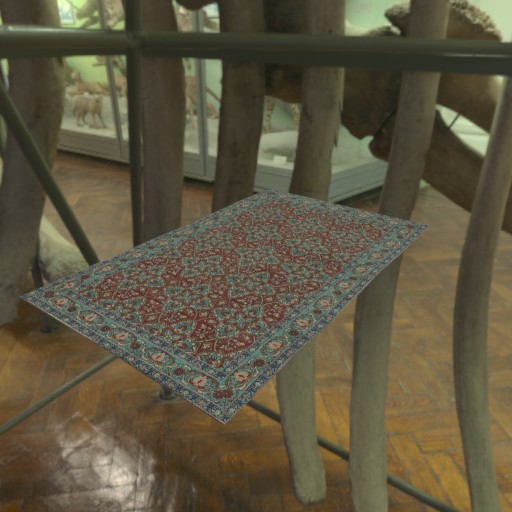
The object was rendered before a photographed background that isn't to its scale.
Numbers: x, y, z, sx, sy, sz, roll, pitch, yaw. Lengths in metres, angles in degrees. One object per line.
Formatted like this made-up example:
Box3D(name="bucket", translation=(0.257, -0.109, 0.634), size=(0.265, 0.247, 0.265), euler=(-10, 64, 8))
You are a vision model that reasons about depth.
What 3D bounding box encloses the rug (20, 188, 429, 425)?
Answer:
Box3D(name="rug", translation=(0.000, 0.000, 2.970), size=(1.533, 0.011, 2.439), euler=(19, 32, 32))
